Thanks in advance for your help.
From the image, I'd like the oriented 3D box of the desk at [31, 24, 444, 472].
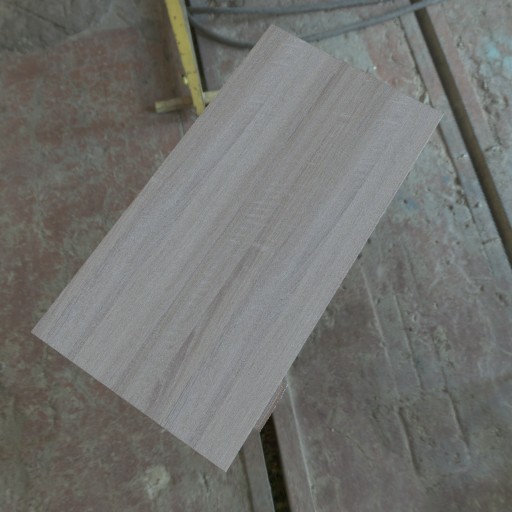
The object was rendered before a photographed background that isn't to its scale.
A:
[{"bbox_3d":[0.000,0.000,1.516,0.600,0.731,1.100,32,76,9],"label":"desk"}]
